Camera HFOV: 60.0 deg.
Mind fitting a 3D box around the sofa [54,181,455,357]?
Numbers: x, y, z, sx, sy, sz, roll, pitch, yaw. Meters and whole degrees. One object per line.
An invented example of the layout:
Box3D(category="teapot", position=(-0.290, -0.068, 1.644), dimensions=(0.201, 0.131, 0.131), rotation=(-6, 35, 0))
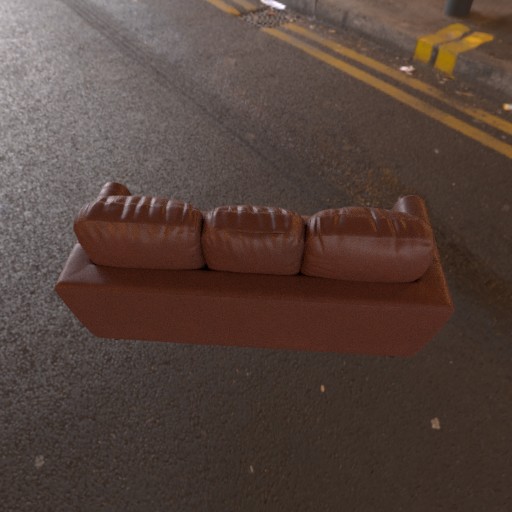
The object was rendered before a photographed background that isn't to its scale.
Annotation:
Box3D(category="sofa", position=(0.000, 0.000, 2.391), dimensions=(1.862, 0.915, 0.802), rotation=(3, 47, 3))
